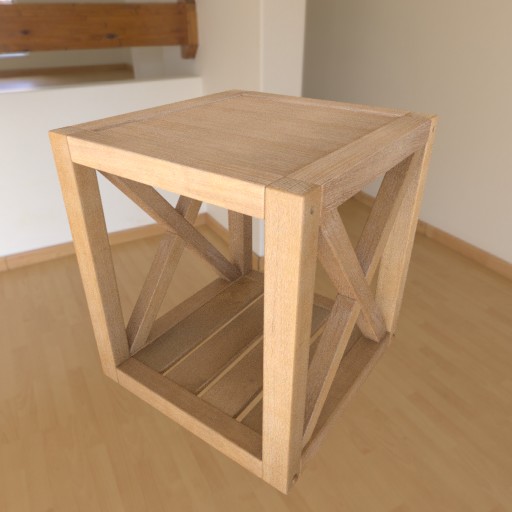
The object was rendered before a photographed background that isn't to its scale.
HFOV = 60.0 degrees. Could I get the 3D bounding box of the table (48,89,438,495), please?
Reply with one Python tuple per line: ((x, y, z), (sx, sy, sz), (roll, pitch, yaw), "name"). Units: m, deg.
((0.000, 0.000, 1.024), (0.558, 0.610, 0.559), (20, 35, 30), "table")
